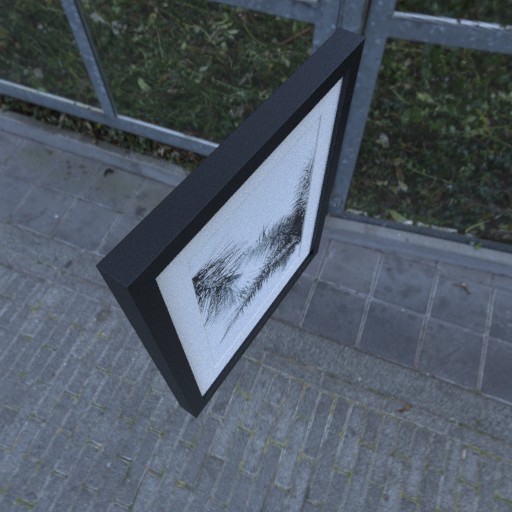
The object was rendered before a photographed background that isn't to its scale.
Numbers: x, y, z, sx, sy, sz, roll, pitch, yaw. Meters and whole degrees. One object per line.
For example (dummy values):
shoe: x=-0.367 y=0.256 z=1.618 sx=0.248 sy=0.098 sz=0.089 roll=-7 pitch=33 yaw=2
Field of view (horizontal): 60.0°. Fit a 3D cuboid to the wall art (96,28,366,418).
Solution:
wall art: x=0.000 y=0.000 z=0.515 sx=0.028 sy=0.380 sz=0.325 roll=30 pitch=63 yaw=17
